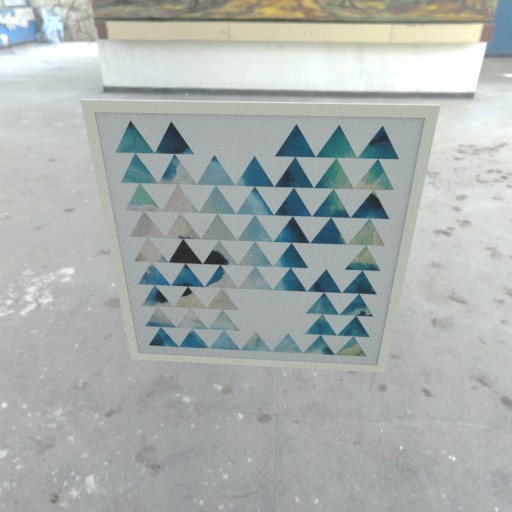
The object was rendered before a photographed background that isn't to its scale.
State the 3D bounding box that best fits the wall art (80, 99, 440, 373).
[{"bbox_3d":[0.000,0.000,1.208,0.809,0.809,0.012,2,31,4],"label":"wall art"}]
